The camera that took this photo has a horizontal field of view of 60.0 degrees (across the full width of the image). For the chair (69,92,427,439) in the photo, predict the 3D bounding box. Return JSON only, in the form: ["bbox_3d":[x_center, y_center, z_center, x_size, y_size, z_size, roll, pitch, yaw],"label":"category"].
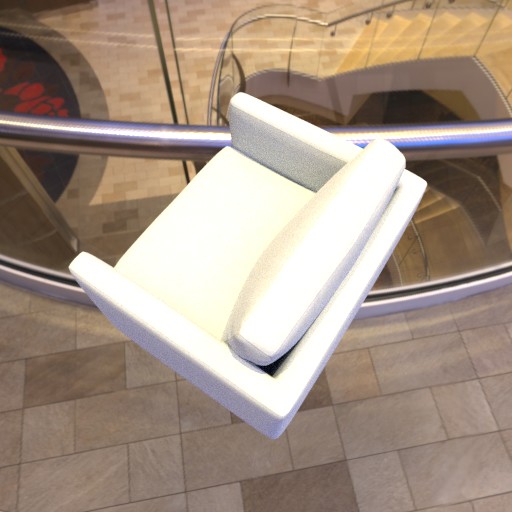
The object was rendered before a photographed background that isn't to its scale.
[{"bbox_3d":[0.000,0.000,1.895,0.953,0.961,1.107,31,66,15],"label":"chair"}]
